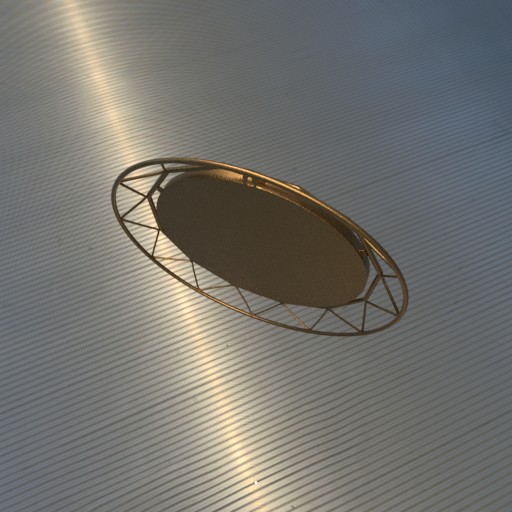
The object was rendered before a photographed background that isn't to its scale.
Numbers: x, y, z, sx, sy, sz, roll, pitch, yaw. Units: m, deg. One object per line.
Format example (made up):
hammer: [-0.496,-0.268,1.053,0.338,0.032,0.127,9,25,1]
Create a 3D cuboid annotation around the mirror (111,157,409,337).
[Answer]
mirror: [0.000,0.000,0.671,0.454,0.454,0.043,19,64,9]
